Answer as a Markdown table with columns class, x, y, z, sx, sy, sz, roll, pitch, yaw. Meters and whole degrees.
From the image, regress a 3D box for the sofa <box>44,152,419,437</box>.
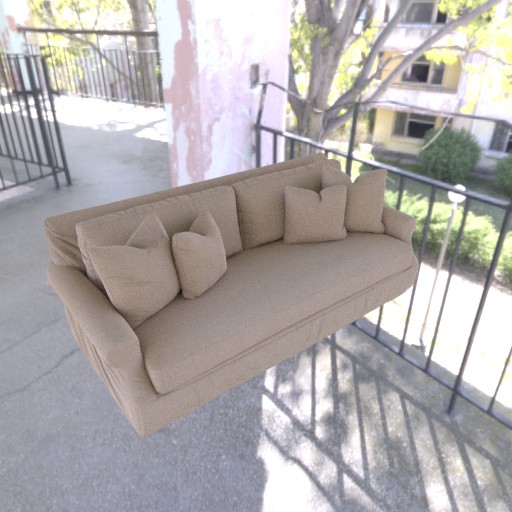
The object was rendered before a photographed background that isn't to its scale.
| class | x | y | z | sx | sy | sz | roll | pitch | yaw |
| --- | --- | --- | --- | --- | --- | --- | --- | --- | --- |
| sofa | 0.000 | 0.000 | 2.828 | 2.285 | 0.904 | 1.067 | -21 | 35 | -33 |
